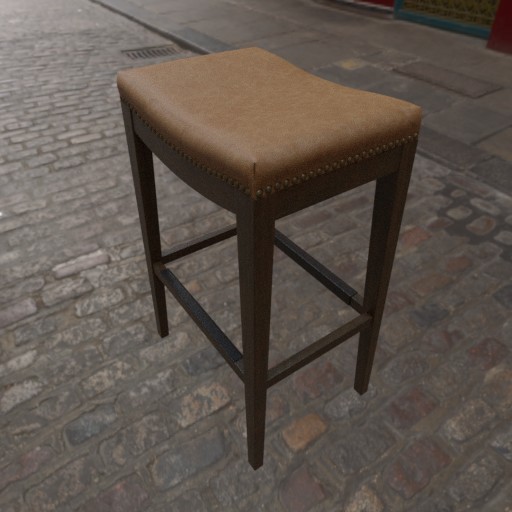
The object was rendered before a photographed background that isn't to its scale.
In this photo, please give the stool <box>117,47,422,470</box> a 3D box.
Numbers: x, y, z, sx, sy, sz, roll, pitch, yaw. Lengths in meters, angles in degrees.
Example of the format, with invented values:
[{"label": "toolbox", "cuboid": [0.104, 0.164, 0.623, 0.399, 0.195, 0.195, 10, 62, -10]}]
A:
[{"label": "stool", "cuboid": [0.000, 0.000, 1.004, 0.361, 0.759, 0.500, -24, 45, -27]}]
